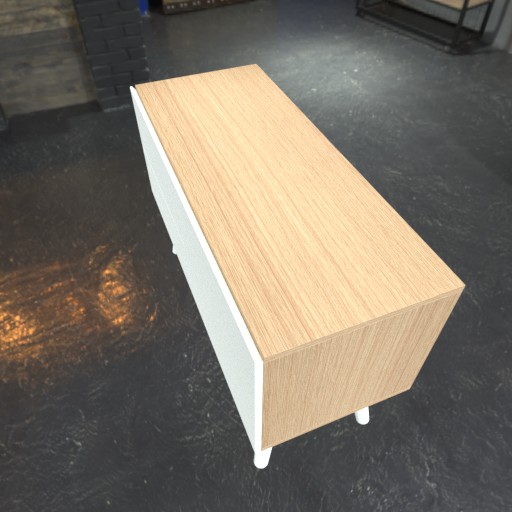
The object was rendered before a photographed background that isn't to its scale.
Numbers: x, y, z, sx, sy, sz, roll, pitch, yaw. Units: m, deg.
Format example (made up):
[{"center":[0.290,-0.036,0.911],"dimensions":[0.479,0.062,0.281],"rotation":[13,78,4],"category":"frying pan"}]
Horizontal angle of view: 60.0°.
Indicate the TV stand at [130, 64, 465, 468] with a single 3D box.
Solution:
[{"center":[0.000,0.000,1.293],"dimensions":[0.407,0.660,0.991],"rotation":[-16,49,-15],"category":"TV stand"}]
